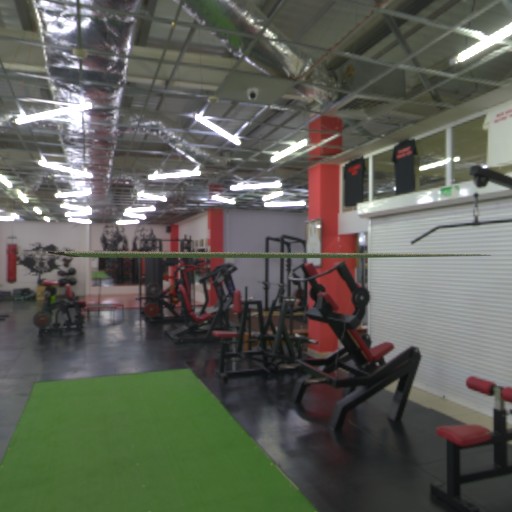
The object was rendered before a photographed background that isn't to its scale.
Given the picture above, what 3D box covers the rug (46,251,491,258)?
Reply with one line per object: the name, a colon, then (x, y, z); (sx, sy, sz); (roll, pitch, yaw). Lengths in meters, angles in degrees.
rug: (0.000, 0.000, 2.259); (1.802, 0.008, 1.247); (0, -1, -18)
